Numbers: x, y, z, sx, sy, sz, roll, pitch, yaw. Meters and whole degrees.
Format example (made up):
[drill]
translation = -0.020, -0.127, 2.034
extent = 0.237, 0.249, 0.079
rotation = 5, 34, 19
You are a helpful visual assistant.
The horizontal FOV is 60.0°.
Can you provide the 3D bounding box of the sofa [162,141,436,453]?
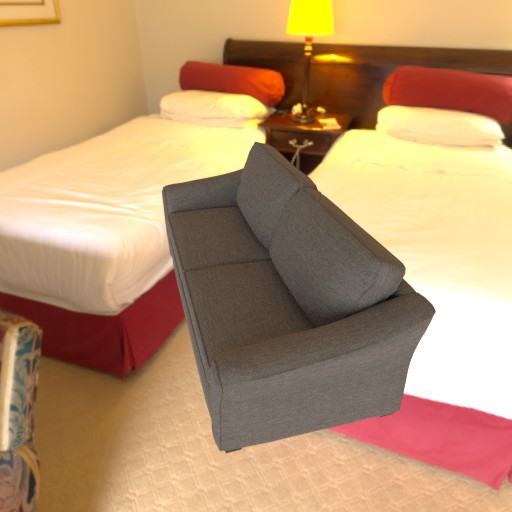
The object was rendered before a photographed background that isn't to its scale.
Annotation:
[sofa]
translation = 0.000, 0.000, 2.818
extent = 0.971, 0.950, 2.270
rotation = -8, 31, -14
